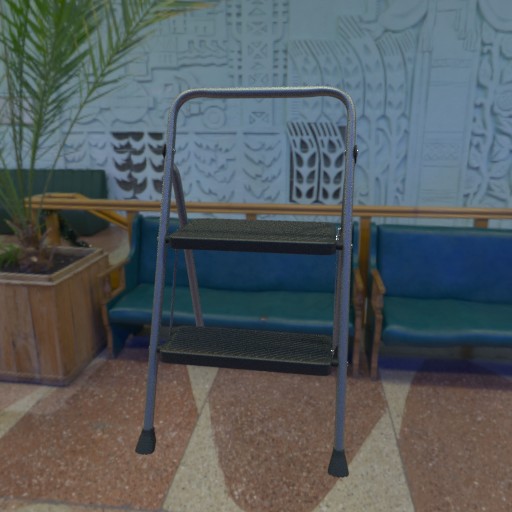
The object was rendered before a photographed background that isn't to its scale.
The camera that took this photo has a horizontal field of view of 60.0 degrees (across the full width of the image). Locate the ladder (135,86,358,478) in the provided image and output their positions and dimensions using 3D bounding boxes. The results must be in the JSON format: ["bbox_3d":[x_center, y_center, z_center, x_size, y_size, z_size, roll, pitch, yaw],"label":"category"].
[{"bbox_3d":[0.000,0.000,0.991,0.430,0.720,0.472,2,16,9],"label":"ladder"}]
